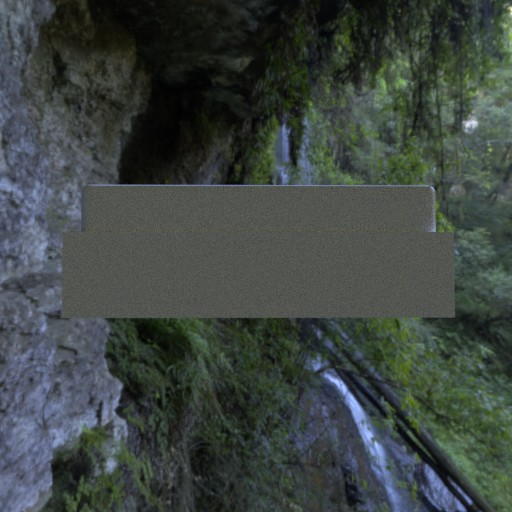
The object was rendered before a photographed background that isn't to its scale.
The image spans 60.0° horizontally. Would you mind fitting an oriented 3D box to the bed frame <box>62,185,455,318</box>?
[{"bbox_3d":[0.000,0.000,2.606,1.445,0.497,1.945,0,-1,-1],"label":"bed frame"}]
